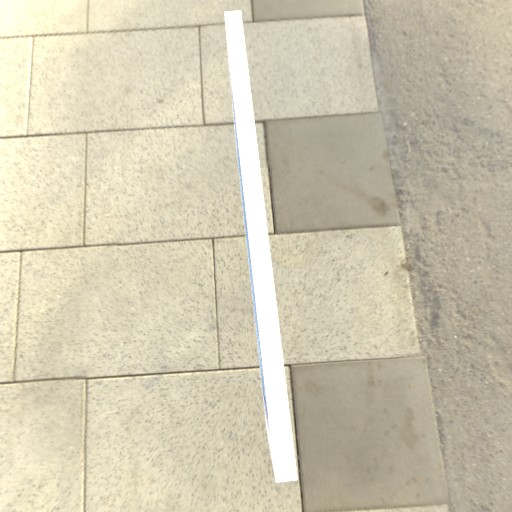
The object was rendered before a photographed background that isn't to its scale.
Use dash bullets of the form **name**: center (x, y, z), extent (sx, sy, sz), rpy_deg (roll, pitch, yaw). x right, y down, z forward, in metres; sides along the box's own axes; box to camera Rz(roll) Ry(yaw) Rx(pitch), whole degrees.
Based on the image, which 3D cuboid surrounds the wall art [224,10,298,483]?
- **wall art**: center (0.000, 0.000, 1.619), extent (0.051, 0.902, 1.308), rpy_deg (-6, 76, -2)
